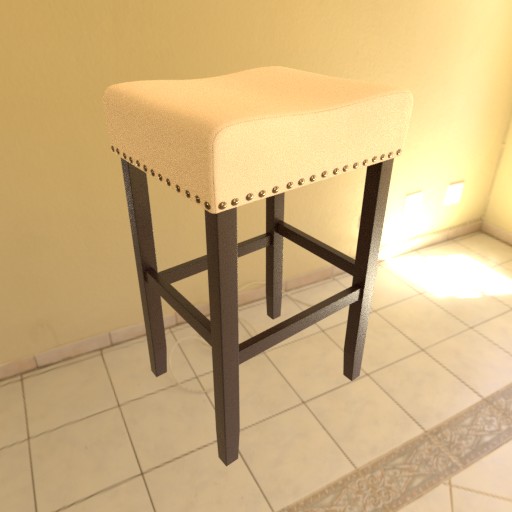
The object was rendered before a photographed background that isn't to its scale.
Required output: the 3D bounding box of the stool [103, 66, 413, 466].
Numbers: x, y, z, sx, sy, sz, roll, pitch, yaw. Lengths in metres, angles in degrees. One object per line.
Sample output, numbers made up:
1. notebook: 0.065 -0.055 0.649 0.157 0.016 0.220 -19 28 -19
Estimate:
1. stool: 0.000 0.000 1.041 0.471 0.762 0.401 -22 37 -32
